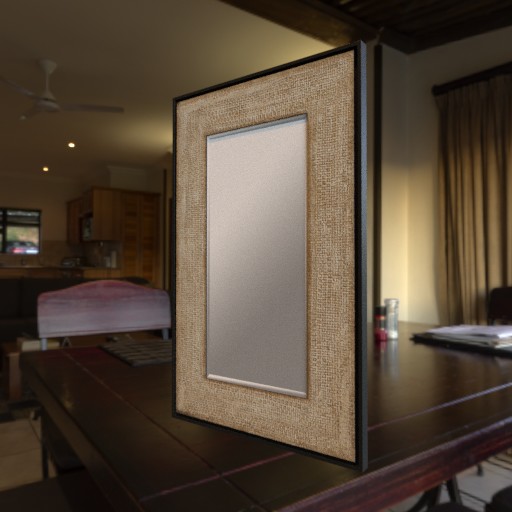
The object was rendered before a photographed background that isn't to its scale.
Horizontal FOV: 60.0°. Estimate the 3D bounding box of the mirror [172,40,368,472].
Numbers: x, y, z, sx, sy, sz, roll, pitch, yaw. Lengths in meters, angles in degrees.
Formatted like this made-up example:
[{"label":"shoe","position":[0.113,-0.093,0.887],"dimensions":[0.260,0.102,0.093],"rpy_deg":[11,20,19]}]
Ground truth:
[{"label":"mirror","position":[0.000,0.000,1.487],"dimensions":[0.762,1.219,0.038],"rpy_deg":[-1,-1,36]}]
